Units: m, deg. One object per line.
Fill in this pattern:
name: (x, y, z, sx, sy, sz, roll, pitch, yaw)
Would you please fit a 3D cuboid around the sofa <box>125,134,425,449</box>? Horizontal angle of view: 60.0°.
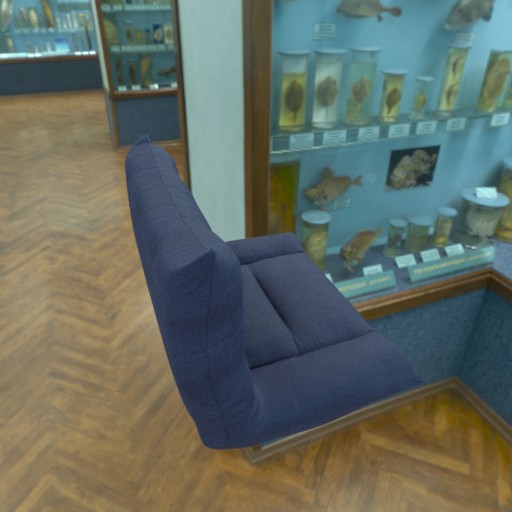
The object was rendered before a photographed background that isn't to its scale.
sofa: (0.000, 0.000, 1.723, 0.849, 0.778, 1.122, -11, 33, -17)
